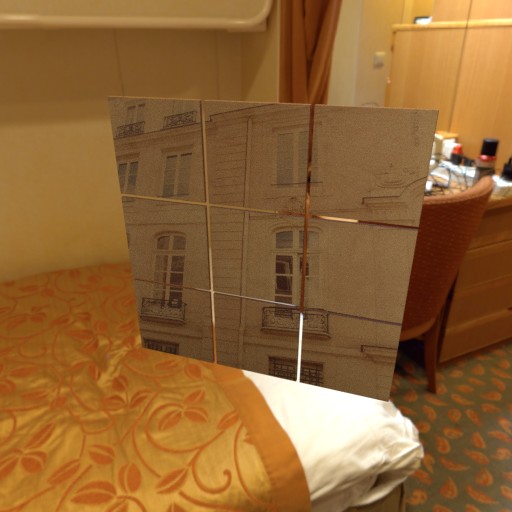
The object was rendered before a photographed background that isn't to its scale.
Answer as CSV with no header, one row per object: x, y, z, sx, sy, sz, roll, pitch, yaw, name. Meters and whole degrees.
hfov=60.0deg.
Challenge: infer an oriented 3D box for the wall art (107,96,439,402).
0.000,0.000,1.381,0.915,0.913,0.018,8,27,16,wall art
